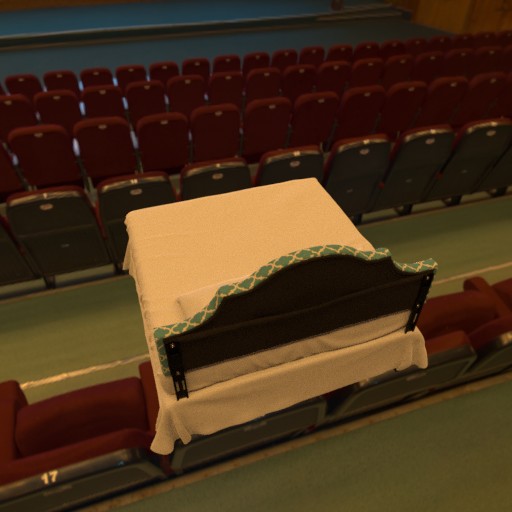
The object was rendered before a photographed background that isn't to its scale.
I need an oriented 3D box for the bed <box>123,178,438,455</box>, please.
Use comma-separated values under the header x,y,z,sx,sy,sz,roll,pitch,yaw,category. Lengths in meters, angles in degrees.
x,y,z,sx,sy,sz,roll,pitch,yaw,category
0.000,0.000,3.786,2.314,1.601,2.222,-13,42,-14,bed
